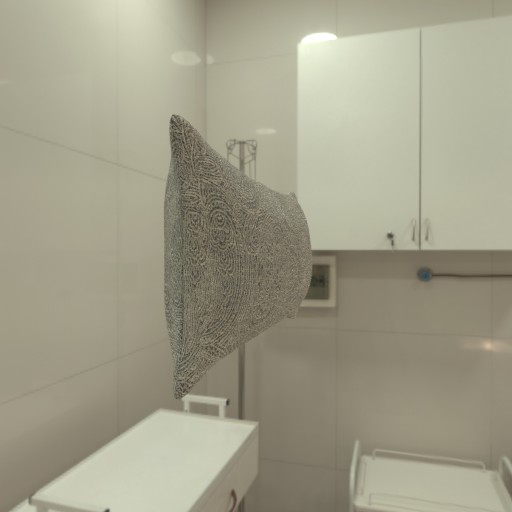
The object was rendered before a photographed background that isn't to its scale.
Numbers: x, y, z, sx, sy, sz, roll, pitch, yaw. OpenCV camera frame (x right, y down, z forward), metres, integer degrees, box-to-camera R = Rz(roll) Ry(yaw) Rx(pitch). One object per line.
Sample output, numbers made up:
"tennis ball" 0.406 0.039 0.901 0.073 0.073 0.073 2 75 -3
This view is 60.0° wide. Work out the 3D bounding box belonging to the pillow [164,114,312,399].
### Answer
"pillow" 0.000 0.000 0.745 0.151 0.295 0.615 0 0 16
